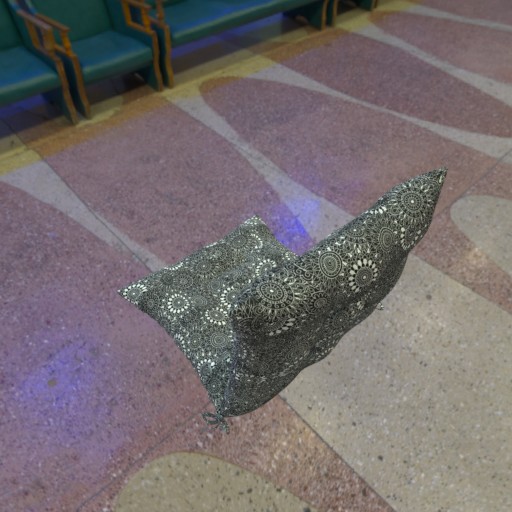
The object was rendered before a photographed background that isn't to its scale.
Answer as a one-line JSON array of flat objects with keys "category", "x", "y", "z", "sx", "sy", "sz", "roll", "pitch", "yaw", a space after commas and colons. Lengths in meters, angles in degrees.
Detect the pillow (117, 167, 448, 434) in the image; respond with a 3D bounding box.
[{"category": "pillow", "x": 0.000, "y": 0.000, "z": 1.013, "sx": 0.541, "sy": 0.536, "sz": 0.585, "roll": -32, "pitch": 55, "yaw": -26}]
